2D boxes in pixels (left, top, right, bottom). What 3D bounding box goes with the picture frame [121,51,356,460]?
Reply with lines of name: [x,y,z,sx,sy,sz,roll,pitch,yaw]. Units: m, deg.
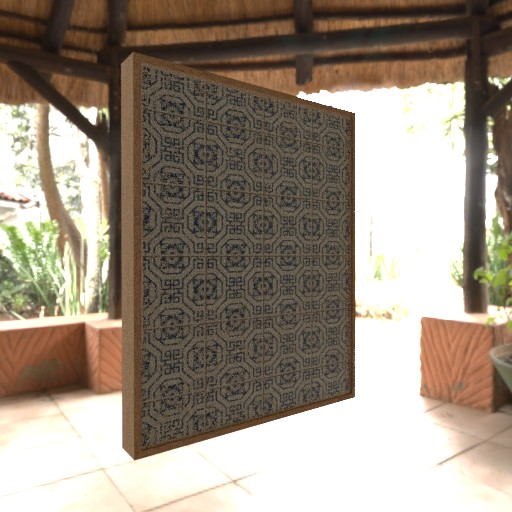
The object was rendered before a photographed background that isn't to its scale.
picture frame: [0.000,0.000,0.712,0.421,0.526,0.046,0,1,-36]
